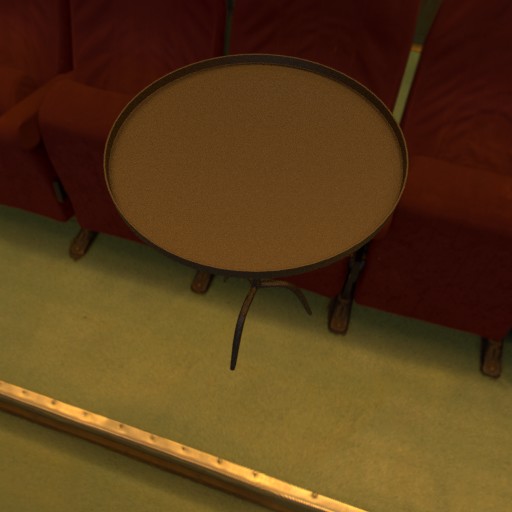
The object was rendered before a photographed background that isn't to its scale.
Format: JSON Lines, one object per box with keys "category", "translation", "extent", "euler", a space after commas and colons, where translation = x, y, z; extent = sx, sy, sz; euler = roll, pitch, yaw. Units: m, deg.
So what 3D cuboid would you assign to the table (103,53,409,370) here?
{"category": "table", "translation": [0.000, 0.000, 1.035], "extent": [0.502, 0.700, 0.502], "euler": [15, 58, 9]}
